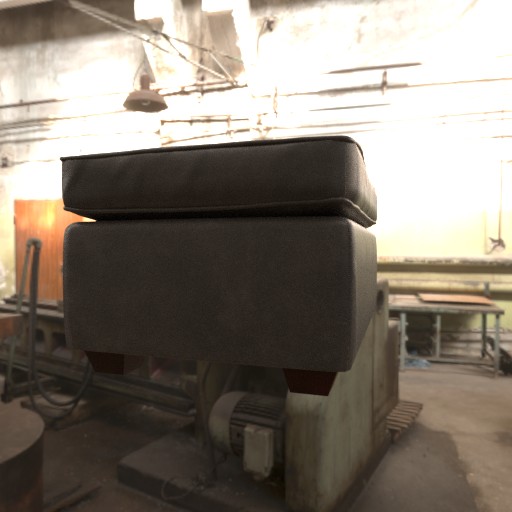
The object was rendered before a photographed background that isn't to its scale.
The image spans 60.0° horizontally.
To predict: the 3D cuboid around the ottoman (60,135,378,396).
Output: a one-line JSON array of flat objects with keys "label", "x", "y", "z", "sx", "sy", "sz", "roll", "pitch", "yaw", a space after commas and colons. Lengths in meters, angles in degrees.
[{"label": "ottoman", "x": 0.000, "y": 0.000, "z": 1.093, "sx": 0.554, "sy": 0.445, "sz": 0.756, "roll": 0, "pitch": 1, "yaw": 18}]
